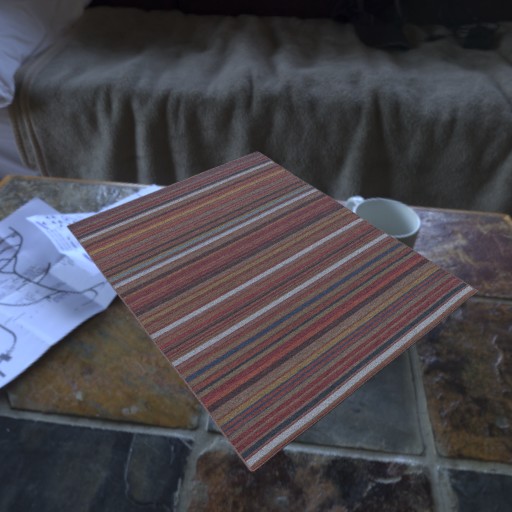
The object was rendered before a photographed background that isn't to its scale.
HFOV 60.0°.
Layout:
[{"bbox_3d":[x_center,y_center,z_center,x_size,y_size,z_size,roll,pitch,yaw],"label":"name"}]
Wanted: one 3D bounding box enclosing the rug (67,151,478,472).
[{"bbox_3d":[0.000,0.000,4.152,2.479,0.023,3.092,-28,49,-27],"label":"rug"}]
